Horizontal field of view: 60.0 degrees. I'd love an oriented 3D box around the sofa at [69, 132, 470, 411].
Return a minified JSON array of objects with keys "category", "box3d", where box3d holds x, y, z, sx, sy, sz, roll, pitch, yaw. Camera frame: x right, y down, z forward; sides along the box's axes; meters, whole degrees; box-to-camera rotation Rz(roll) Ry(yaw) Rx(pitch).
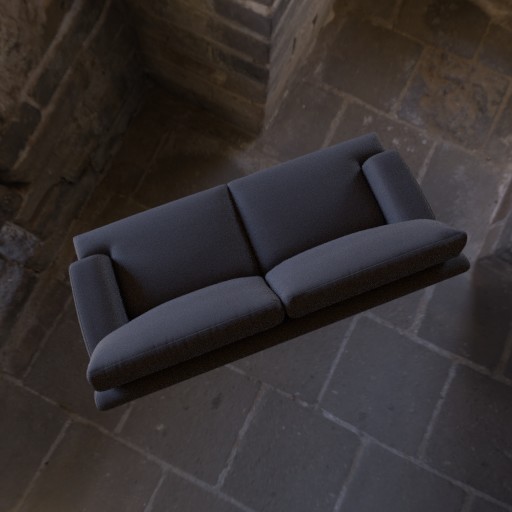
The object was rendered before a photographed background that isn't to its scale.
[{"category":"sofa","box3d":[0.000,0.000,2.823,2.271,0.950,1.140,-20,77,-5]}]
